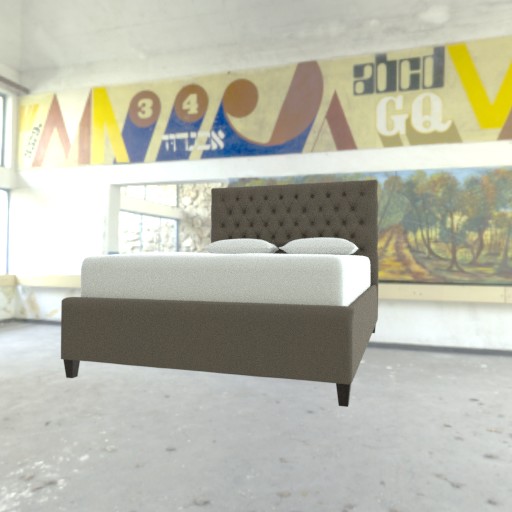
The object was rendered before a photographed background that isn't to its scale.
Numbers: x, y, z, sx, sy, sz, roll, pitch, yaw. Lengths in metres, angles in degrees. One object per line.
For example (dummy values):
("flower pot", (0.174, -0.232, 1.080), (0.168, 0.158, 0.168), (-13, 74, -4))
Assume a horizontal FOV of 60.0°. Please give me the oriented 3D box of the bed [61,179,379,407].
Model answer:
("bed", (0.000, 0.000, 3.368), (1.696, 1.426, 2.233), (0, 0, 18))
